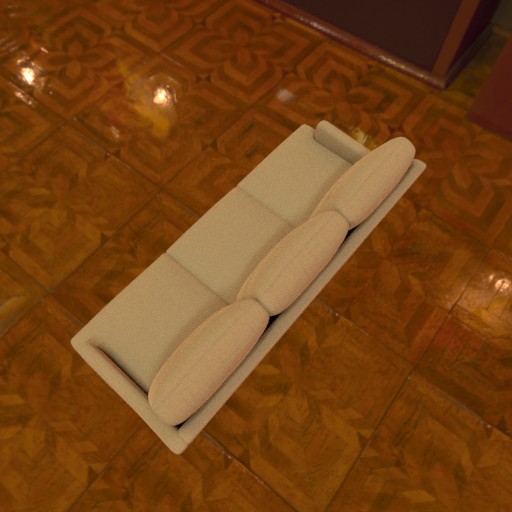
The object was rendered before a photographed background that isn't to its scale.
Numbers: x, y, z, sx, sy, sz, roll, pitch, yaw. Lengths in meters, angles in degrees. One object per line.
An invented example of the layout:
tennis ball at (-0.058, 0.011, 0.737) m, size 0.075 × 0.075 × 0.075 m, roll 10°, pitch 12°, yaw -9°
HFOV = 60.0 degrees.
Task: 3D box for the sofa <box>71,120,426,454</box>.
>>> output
sofa at (0.000, 0.000, 2.868) m, size 1.000 × 0.913 × 2.321 m, roll 37°, pitch 69°, yaw 17°
